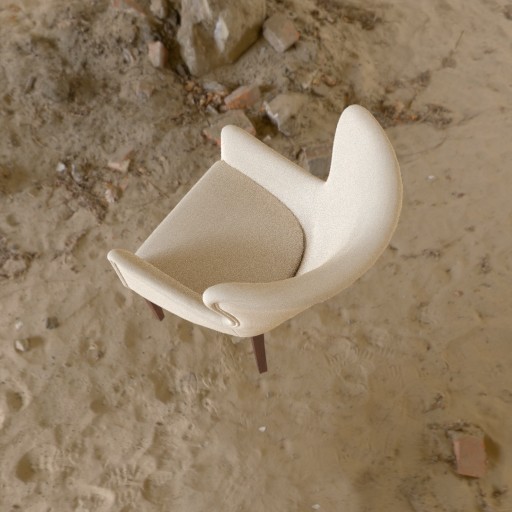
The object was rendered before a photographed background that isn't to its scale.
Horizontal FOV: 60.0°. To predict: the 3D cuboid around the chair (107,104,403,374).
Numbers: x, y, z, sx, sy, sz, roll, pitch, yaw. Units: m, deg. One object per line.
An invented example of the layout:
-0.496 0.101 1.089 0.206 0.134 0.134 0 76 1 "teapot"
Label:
0.000 0.000 1.545 0.744 0.990 0.696 31 67 15 "chair"
